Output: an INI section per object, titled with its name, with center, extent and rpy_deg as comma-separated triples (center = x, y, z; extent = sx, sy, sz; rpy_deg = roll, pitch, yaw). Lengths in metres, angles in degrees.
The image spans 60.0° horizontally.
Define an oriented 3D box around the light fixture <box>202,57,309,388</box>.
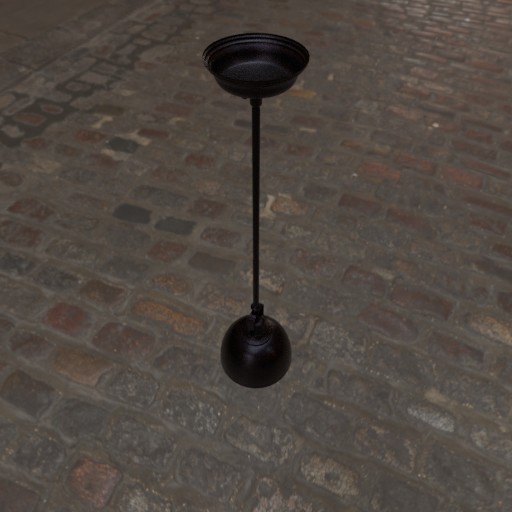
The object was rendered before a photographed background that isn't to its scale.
[light fixture]
center = 0.000, 0.000, 0.849
extent = 0.182, 0.768, 0.182
rpy_deg = 18, 51, 15
